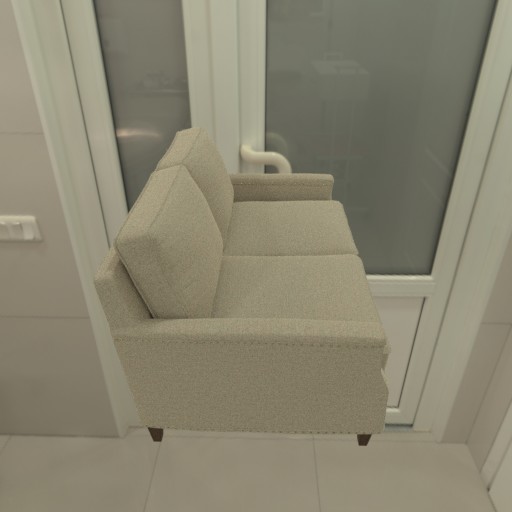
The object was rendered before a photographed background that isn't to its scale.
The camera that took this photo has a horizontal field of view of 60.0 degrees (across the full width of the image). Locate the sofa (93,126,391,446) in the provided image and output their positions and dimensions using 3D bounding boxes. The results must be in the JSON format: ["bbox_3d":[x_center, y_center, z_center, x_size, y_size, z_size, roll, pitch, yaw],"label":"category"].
[{"bbox_3d":[0.000,0.000,2.281,1.084,1.003,1.597,1,31,1],"label":"sofa"}]
